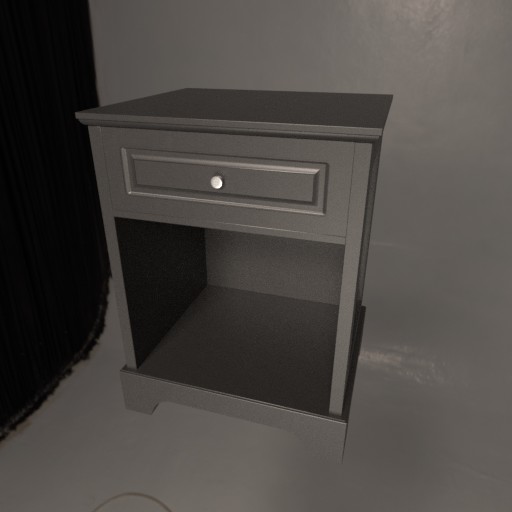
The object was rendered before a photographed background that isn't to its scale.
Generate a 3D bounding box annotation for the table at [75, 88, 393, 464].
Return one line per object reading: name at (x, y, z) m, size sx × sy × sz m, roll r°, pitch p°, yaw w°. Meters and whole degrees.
table at (0.000, 0.000, 0.923) m, size 0.460 × 0.610 × 0.399 m, roll 8°, pitch 27°, yaw 16°
